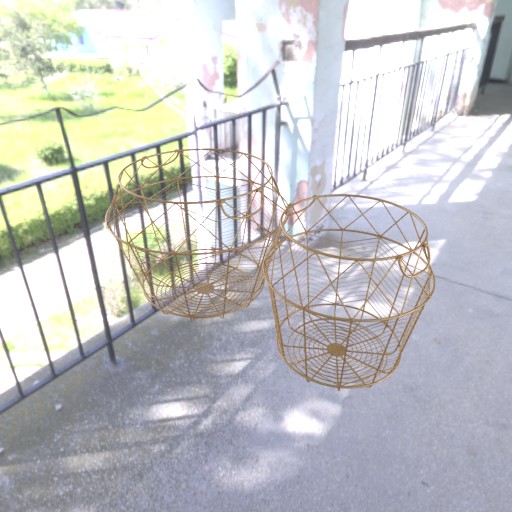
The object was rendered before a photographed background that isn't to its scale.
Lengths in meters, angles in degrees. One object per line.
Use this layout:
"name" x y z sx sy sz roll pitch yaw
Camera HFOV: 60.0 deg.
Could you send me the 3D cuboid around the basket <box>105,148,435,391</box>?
"basket" 0.000 0.000 1.053 0.805 0.343 0.451 21 37 31
